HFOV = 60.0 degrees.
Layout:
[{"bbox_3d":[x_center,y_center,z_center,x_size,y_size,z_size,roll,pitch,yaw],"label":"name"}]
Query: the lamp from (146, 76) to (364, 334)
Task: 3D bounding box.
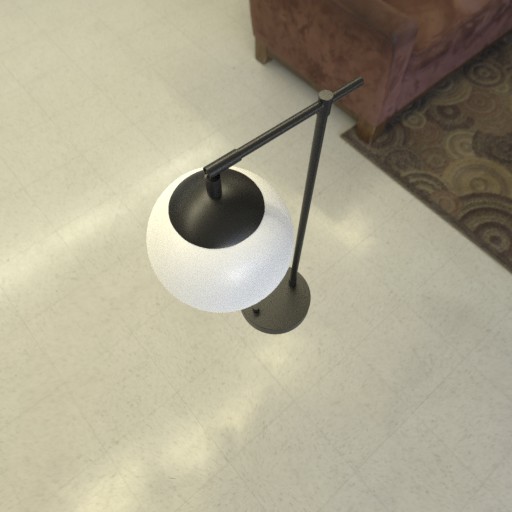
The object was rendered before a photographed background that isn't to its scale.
[{"bbox_3d":[0.000,0.000,0.723,0.316,0.559,0.197,-35,68,-16],"label":"lamp"}]
